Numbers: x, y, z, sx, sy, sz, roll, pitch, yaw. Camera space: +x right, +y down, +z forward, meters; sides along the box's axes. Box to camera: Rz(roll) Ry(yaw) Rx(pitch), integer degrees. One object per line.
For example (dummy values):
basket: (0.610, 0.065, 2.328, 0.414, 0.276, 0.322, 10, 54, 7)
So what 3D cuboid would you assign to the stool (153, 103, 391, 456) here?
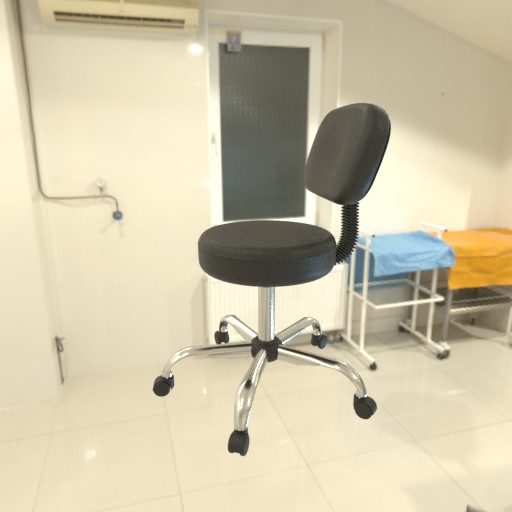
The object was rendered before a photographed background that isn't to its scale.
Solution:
stool: (0.000, 0.000, 1.317, 0.648, 0.862, 0.673, -3, 16, -9)
